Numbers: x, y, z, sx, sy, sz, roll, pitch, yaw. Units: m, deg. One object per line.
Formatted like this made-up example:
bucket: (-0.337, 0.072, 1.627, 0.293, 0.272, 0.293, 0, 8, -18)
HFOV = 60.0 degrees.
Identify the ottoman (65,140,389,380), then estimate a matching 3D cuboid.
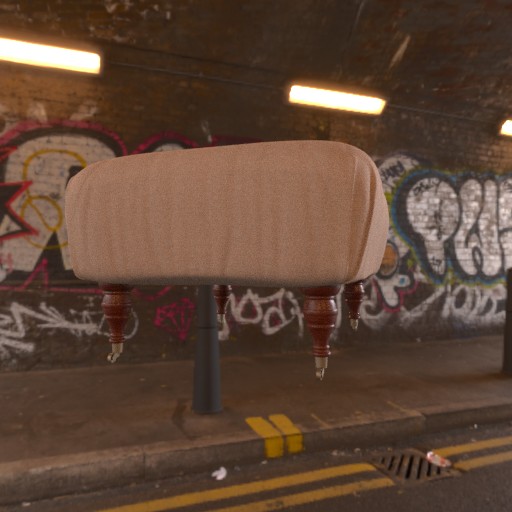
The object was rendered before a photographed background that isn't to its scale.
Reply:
ottoman: (0.000, 0.000, 1.137, 0.639, 0.450, 0.746, 0, -1, 18)
